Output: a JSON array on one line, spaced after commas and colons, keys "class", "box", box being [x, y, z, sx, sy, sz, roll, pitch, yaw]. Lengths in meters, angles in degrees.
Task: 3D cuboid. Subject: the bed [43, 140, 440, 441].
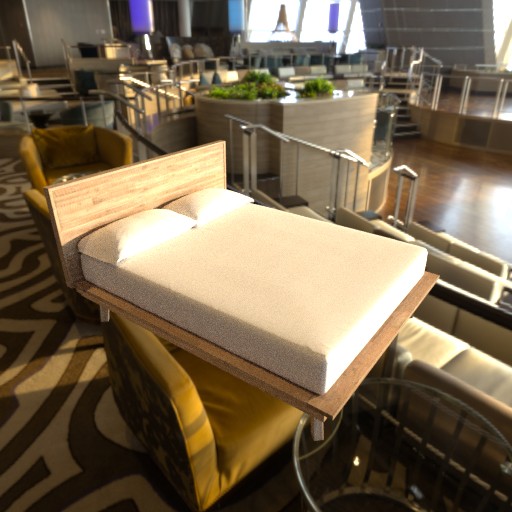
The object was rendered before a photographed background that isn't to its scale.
[{"class": "bed", "box": [0.000, 0.000, 3.174, 2.145, 1.071, 1.759, 18, 32, 32]}]
